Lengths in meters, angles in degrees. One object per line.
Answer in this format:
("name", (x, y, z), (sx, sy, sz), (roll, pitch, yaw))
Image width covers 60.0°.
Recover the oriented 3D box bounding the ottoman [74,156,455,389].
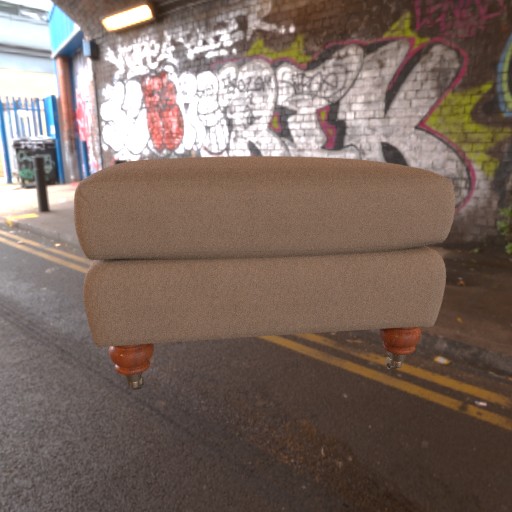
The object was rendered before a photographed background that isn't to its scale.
("ottoman", (0.000, 0.000, 1.150), (0.773, 0.504, 0.569), (-2, 14, -8))
